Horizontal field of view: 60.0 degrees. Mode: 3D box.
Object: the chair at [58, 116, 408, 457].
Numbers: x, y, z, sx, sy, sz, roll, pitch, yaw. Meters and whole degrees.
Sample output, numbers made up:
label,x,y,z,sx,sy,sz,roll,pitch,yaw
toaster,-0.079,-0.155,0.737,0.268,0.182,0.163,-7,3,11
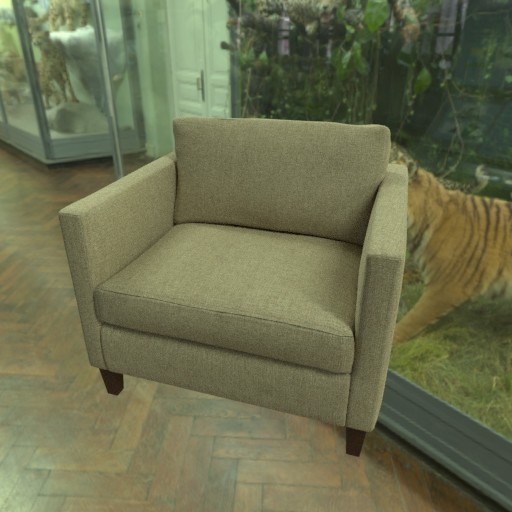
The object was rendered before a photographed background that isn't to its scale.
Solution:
label,x,y,z,sx,sy,sz,roll,pitch,yaw
chair,0.000,0.000,1.790,1.107,0.987,0.959,8,28,16
